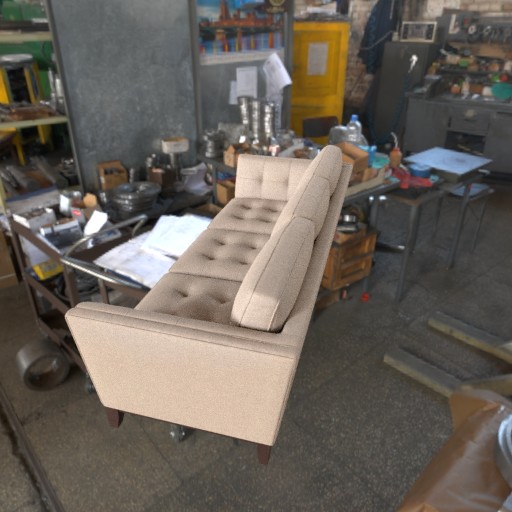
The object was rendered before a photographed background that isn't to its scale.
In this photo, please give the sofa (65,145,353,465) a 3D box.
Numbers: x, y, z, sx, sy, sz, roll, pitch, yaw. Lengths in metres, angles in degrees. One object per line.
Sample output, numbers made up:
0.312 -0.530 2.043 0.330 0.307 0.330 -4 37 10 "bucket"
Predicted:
0.000 0.000 2.823 0.965 0.940 2.388 8 30 14 "sofa"
